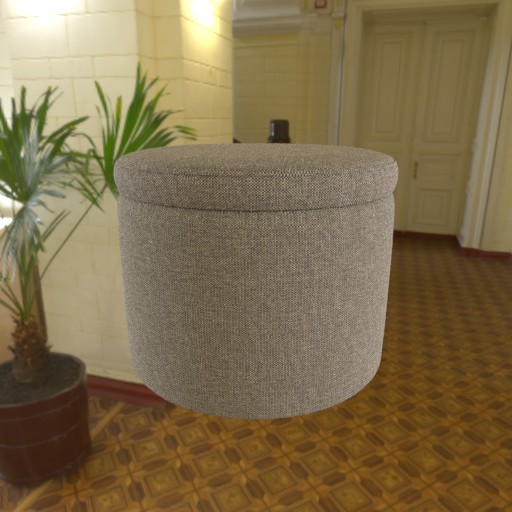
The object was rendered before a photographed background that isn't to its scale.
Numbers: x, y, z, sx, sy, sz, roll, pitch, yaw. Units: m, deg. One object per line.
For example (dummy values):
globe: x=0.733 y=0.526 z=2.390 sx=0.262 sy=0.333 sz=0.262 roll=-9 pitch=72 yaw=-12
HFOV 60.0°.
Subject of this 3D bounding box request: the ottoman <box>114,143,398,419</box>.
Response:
ottoman: x=0.000 y=0.000 z=0.894 sx=0.520 sy=0.430 sz=0.520 roll=0 pitch=17 yaw=0
